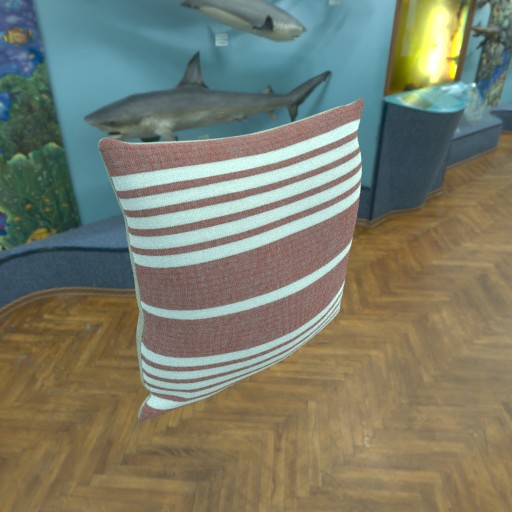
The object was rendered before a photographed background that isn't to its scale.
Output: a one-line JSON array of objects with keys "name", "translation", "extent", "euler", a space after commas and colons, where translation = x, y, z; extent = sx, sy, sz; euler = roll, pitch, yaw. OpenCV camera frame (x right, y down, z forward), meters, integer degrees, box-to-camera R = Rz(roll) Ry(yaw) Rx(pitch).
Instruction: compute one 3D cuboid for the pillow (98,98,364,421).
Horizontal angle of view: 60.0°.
[{"name": "pillow", "translation": [0.000, 0.000, 0.678], "extent": [0.439, 0.427, 0.182], "euler": [-22, 36, -33]}]
